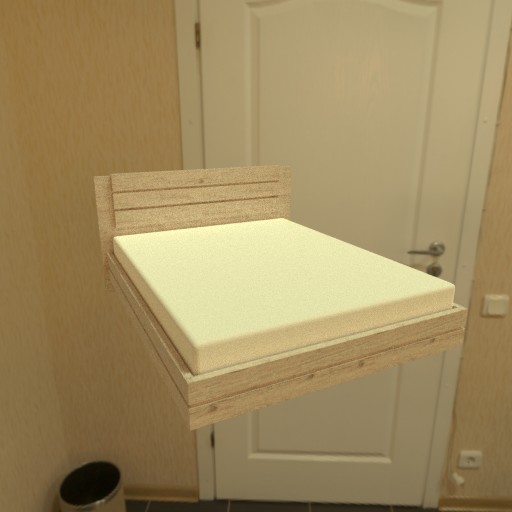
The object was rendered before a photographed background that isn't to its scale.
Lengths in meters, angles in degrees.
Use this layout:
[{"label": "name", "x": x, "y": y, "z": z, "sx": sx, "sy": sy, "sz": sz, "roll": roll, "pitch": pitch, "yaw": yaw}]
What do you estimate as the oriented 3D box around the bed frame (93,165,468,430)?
[{"label": "bed frame", "x": 0.000, "y": 0.000, "z": 3.022, "sx": 1.750, "sy": 0.970, "sz": 2.080, "roll": -8, "pitch": 19, "yaw": -25}]
